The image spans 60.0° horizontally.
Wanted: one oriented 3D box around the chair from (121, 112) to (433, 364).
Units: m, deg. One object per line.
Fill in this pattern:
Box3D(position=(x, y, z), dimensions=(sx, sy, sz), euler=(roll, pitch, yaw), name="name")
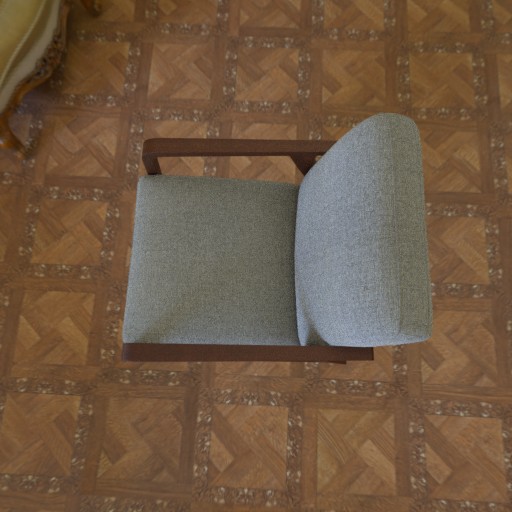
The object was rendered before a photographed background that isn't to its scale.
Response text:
Box3D(position=(0.000, 0.000, 1.465), dimensions=(0.858, 0.847, 0.704), euler=(1, 75, 0), name="chair")
